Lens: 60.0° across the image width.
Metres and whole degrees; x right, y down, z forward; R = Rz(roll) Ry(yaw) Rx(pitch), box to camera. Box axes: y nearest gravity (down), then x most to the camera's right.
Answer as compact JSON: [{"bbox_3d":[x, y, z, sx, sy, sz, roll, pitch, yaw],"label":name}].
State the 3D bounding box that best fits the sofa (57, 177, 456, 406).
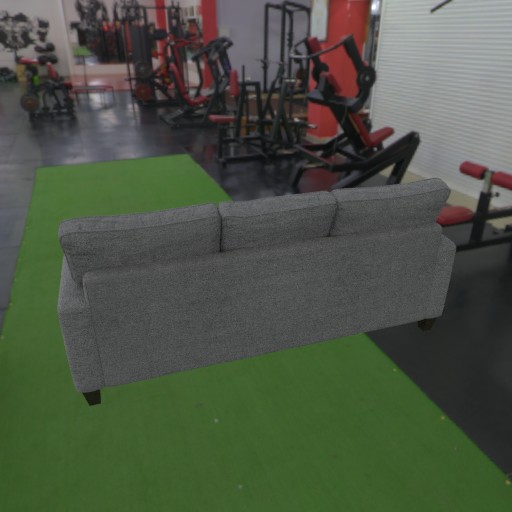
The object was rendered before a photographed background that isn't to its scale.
[{"bbox_3d":[0.000,0.000,2.669,2.158,0.965,0.951,-8,28,-16],"label":"sofa"}]
